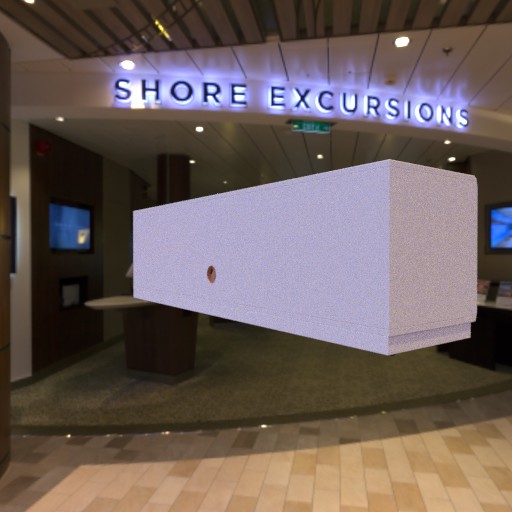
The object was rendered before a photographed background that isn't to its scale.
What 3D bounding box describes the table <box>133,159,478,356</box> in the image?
[{"bbox_3d":[0.000,0.000,1.723,0.400,0.440,1.550,0,1,-36],"label":"table"}]
